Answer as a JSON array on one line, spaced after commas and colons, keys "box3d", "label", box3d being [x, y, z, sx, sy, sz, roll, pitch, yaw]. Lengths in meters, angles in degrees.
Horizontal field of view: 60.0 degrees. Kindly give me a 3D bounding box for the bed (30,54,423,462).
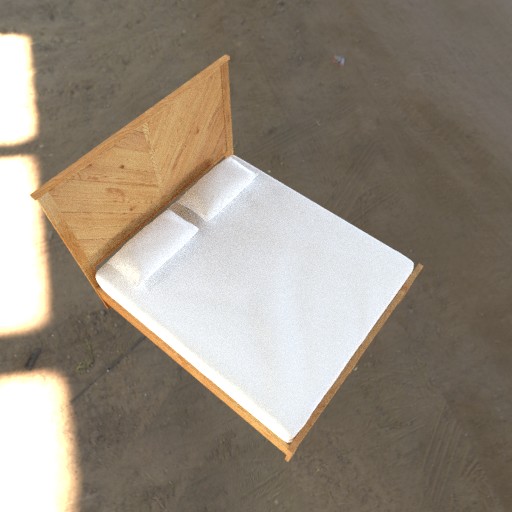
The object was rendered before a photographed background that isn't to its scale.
[{"box3d": [0.000, 0.000, 4.151, 2.530, 1.938, 2.225, 34, 64, 20], "label": "bed"}]
